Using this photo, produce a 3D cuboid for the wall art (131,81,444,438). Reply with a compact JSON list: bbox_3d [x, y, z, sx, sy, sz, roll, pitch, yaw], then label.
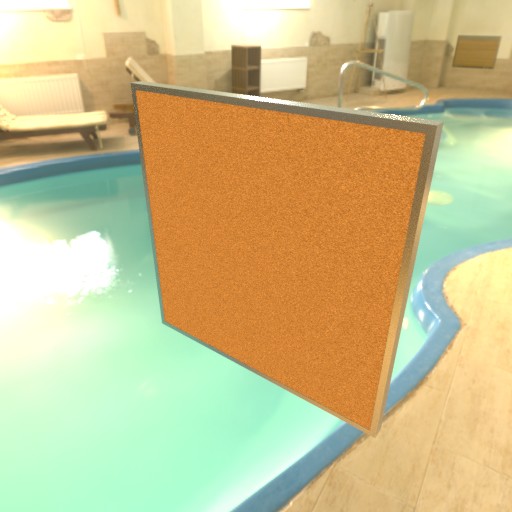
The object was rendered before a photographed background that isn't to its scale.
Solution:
[{"bbox_3d":[0.000,0.000,1.185,0.806,0.806,0.038,20,35,31],"label":"wall art"}]
